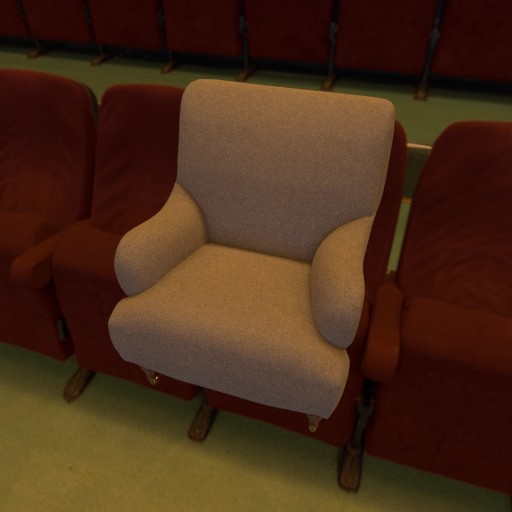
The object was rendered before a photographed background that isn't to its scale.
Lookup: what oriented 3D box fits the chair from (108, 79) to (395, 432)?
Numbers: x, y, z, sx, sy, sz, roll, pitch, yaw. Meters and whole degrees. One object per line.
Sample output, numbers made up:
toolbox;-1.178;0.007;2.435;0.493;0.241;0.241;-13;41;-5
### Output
chair;0.000;0.000;1.540;0.766;0.942;0.843;12;41;14
